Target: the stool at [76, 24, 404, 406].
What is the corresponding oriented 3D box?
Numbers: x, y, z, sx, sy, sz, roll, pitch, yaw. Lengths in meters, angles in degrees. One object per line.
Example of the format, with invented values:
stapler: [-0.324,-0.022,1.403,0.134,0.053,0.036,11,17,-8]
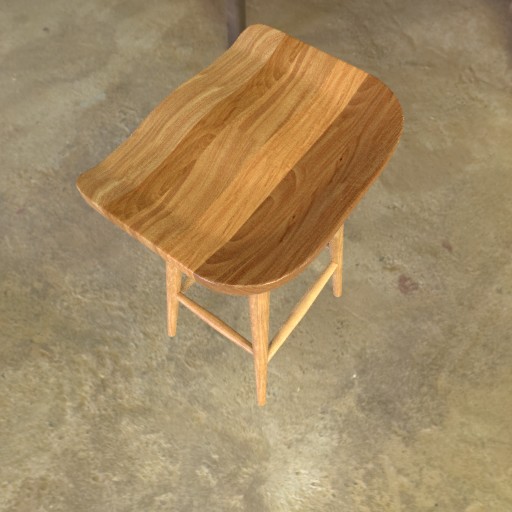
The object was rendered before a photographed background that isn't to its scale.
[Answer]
stool: [0.000,0.000,0.913,0.322,0.698,0.407,33,68,16]
